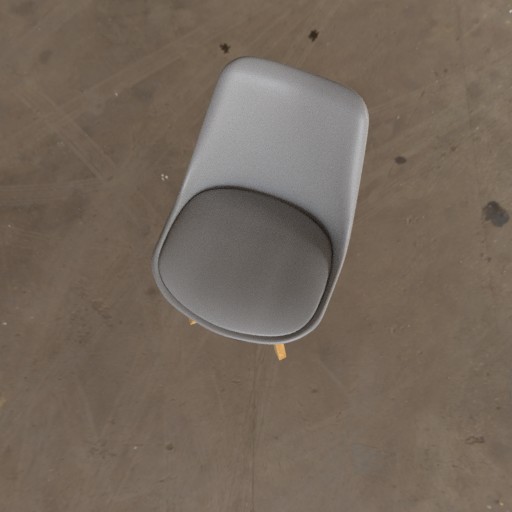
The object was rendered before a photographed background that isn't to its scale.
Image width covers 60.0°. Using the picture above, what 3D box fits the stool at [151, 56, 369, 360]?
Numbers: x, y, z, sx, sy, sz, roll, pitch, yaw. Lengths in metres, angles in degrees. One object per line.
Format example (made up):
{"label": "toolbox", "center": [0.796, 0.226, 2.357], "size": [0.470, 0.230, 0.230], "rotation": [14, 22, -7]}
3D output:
{"label": "stool", "center": [0.000, 0.000, 1.386], "size": [0.485, 1.115, 0.550], "rotation": [21, 75, 6]}
